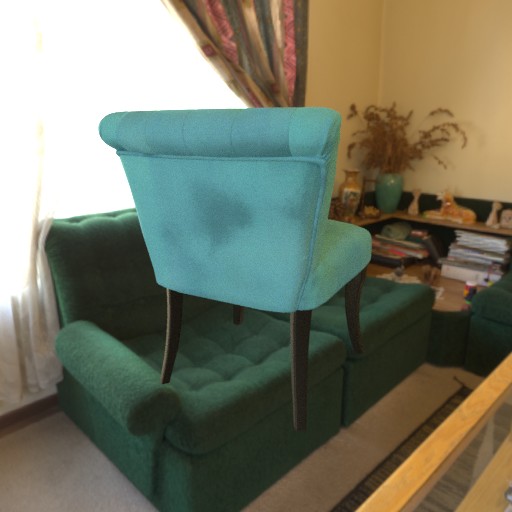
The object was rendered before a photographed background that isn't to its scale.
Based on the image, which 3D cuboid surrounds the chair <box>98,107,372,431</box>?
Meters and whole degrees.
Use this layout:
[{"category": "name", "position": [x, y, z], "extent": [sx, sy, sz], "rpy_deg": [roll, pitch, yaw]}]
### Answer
[{"category": "chair", "position": [0.000, 0.000, 1.216], "extent": [0.582, 0.750, 0.605], "rpy_deg": [9, 18, 27]}]
